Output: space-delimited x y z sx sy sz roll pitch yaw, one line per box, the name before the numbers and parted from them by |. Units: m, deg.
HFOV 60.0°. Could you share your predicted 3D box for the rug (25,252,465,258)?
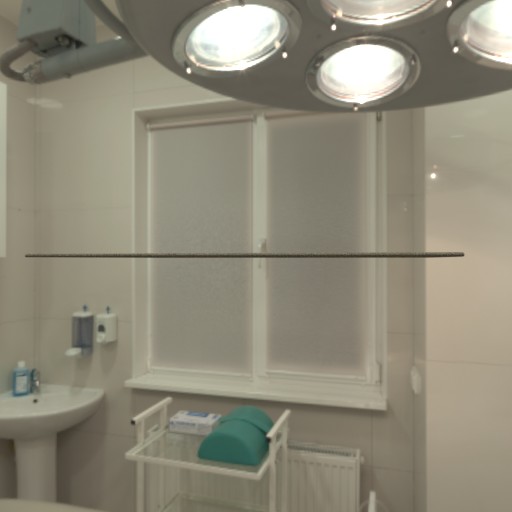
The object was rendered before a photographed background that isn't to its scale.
rug | 0.000 0.000 2.327 1.829 0.016 1.219 0 0 17
